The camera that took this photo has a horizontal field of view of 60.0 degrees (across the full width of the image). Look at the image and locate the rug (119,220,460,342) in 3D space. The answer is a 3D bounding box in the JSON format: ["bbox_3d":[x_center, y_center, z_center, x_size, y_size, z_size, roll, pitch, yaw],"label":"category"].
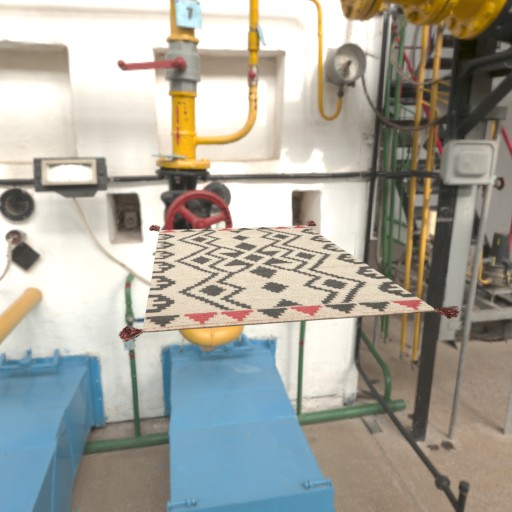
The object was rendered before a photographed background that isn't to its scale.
[{"bbox_3d":[0.000,0.000,3.390,1.741,0.066,2.672,-3,15,-10],"label":"rug"}]
